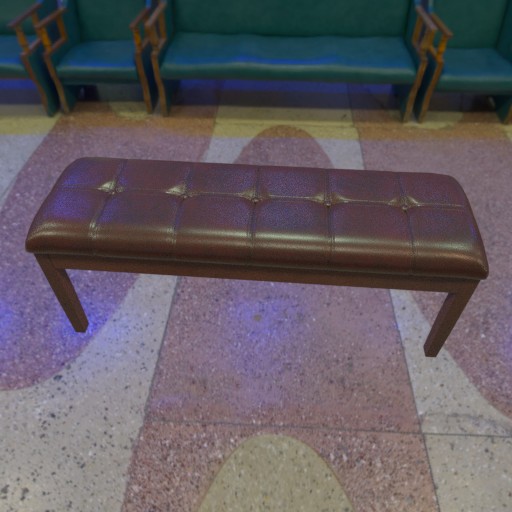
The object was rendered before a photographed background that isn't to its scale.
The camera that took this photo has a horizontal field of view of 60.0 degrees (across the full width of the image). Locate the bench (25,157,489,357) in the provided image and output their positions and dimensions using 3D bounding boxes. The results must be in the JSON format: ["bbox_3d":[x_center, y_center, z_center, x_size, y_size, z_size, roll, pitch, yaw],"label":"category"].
[{"bbox_3d":[0.000,0.000,1.448,1.259,0.491,0.401,3,47,3],"label":"bench"}]
